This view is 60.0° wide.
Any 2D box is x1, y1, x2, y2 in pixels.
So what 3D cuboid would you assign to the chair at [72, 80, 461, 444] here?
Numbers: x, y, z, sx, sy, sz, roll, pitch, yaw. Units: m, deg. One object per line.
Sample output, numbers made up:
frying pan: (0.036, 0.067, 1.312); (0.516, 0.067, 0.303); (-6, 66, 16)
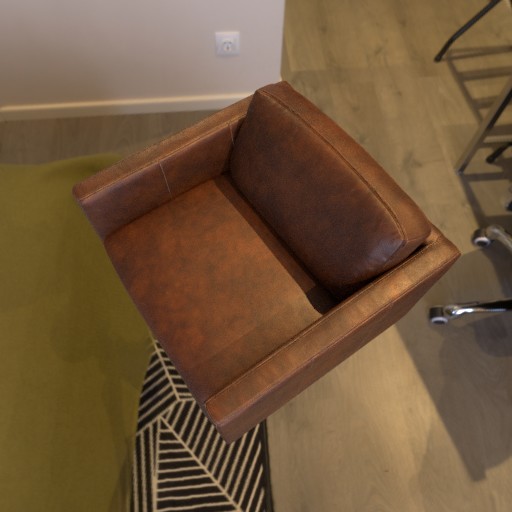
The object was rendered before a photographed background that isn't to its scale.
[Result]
chair: (0.000, 0.000, 1.741); (0.975, 0.864, 0.990); (-32, 67, -15)
